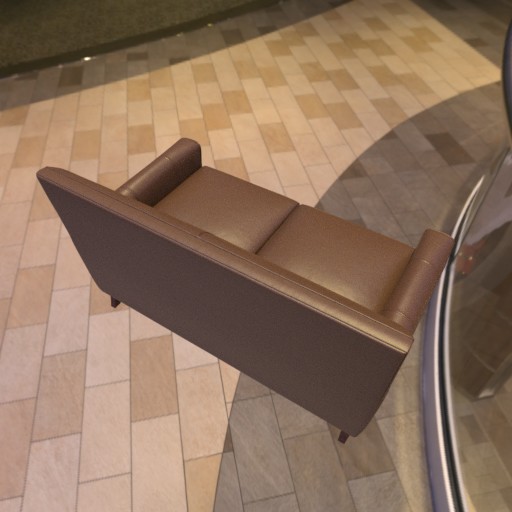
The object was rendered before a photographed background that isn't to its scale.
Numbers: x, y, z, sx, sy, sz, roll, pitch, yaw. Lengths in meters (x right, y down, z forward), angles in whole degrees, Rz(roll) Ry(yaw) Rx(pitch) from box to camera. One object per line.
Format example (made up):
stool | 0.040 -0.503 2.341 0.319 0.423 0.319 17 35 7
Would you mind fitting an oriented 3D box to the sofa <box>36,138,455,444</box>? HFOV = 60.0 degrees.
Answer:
sofa | 0.000 0.000 1.975 1.468 0.859 0.853 25 52 21
